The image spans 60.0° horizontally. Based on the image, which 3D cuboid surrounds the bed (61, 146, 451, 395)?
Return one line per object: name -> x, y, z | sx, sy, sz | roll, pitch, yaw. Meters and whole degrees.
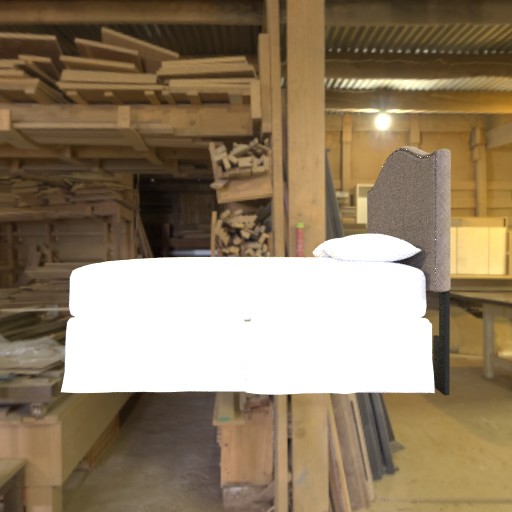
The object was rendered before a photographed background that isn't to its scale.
bed -> 0.000, 0.000, 3.214 | 2.153, 1.518, 1.713 | 0, 0, 1
